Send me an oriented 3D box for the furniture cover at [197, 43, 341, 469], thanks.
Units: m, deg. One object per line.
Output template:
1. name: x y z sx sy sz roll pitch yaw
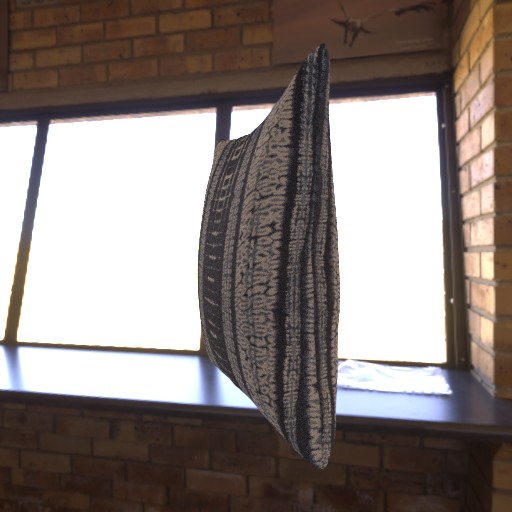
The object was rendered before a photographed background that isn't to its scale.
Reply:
1. furniture cover: 0.000 0.000 0.647 0.133 0.435 0.425 0 1 -19
